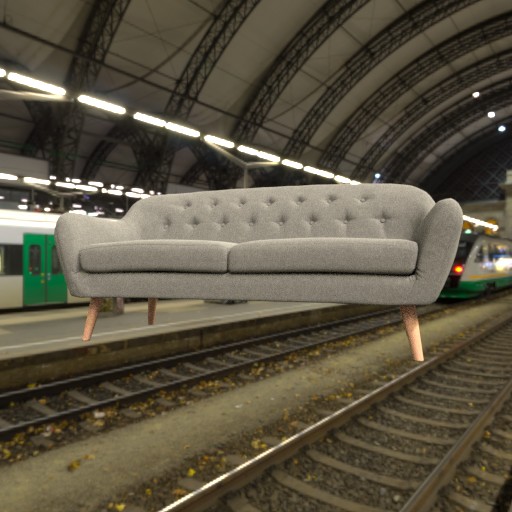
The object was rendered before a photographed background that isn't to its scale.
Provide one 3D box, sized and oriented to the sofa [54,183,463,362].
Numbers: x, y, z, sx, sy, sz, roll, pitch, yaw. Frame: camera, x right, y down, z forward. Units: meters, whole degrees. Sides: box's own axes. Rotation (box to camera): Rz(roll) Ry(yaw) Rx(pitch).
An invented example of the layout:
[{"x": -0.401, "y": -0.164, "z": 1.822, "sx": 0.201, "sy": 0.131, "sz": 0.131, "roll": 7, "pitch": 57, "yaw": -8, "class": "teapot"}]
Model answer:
[{"x": 0.000, "y": 0.000, "z": 2.236, "sx": 1.840, "sy": 0.820, "sz": 0.820, "roll": 0, "pitch": -1, "yaw": 17, "class": "sofa"}]
